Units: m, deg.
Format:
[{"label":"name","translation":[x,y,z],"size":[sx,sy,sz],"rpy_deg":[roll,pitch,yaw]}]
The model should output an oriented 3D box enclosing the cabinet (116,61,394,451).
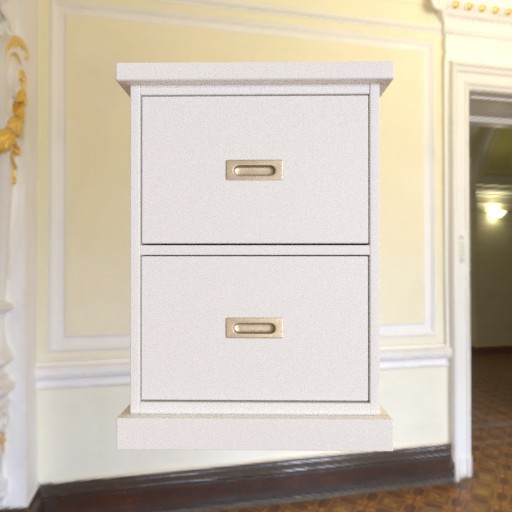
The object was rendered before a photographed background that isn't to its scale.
[{"label":"cabinet","translation":[0.000,0.000,1.038],"size":[0.520,0.723,0.431],"rpy_deg":[0,0,1]}]
